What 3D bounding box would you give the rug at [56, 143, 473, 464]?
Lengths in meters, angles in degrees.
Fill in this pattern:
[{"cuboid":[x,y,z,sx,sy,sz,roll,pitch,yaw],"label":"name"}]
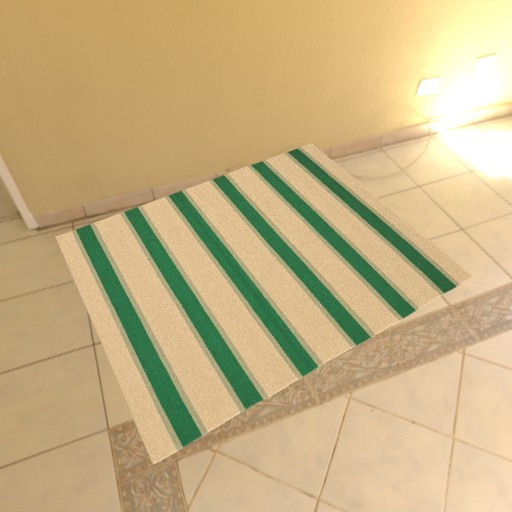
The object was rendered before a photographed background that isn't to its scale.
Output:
[{"cuboid":[0.000,0.000,4.094,3.041,0.019,2.434,-24,52,-20],"label":"rug"}]
